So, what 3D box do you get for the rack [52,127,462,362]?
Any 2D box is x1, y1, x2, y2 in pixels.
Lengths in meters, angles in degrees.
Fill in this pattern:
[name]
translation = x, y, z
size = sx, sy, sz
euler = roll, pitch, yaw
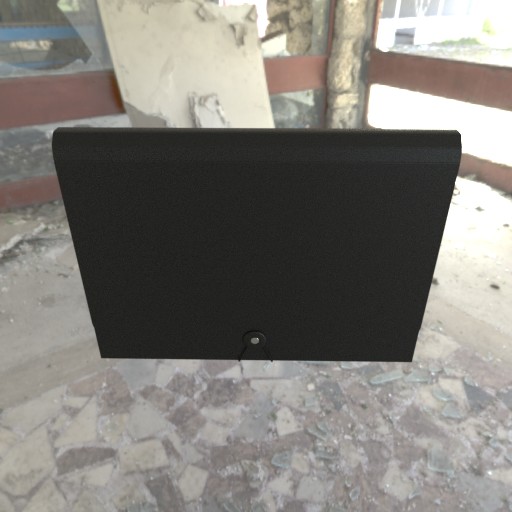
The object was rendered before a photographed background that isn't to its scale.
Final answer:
[rack]
translation = 0.000, 0.000, 0.425
size = 0.330, 0.241, 0.041
euler = 1, 30, 1
